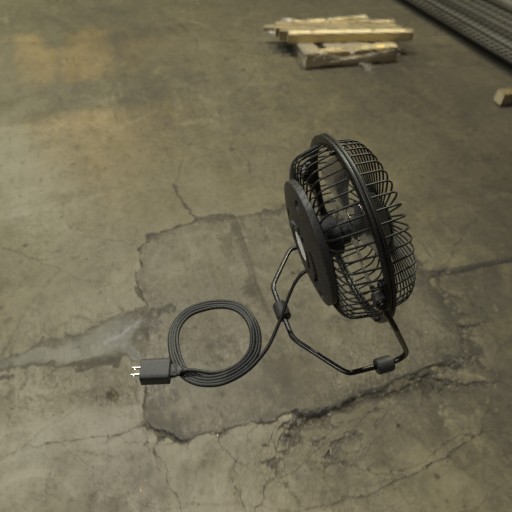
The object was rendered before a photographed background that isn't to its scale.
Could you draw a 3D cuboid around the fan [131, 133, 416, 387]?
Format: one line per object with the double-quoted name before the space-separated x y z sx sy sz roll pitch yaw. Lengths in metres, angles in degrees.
"fan" 0.000 0.000 0.307 0.202 0.152 0.153 -11 47 -11
